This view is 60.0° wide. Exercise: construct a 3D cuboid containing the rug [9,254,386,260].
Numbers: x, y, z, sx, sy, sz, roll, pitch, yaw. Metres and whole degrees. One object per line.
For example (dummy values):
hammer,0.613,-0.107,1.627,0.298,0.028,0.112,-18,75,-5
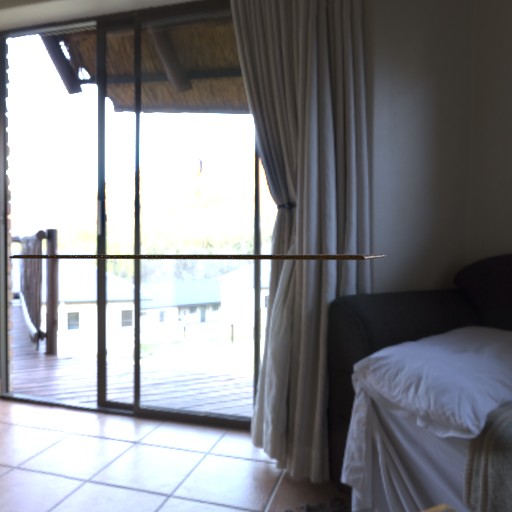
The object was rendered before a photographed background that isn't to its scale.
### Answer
rug,0.000,0.000,2.121,1.148,0.013,1.758,0,0,18
